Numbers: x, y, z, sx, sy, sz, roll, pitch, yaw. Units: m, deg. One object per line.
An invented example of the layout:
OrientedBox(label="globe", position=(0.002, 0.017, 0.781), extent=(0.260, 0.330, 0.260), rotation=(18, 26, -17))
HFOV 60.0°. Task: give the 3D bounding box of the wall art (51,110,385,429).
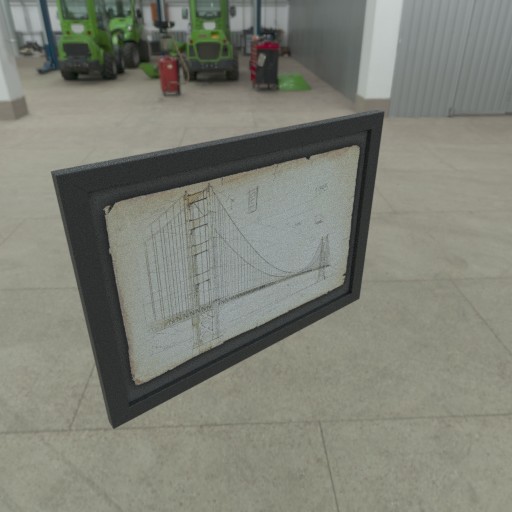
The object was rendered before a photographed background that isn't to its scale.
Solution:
OrientedBox(label="wall art", position=(0.000, 0.000, 0.562), extent=(0.432, 0.306, 0.016), rotation=(-21, 35, -33))
